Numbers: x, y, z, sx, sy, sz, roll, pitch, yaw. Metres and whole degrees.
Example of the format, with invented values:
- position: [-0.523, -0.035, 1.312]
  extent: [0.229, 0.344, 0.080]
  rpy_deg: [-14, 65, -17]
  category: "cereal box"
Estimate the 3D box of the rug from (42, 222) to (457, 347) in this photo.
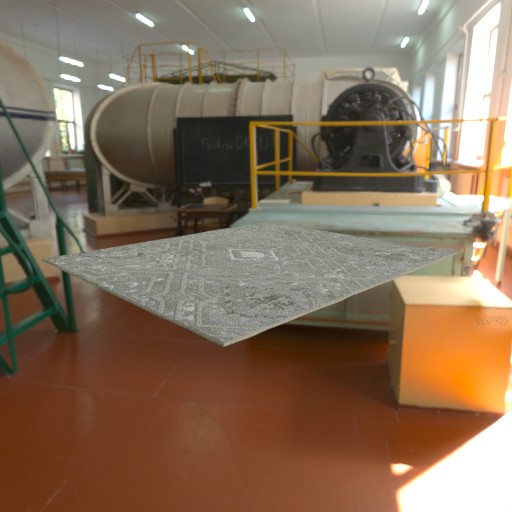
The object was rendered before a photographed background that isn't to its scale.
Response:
- position: [0.000, 0.000, 0.893]
  extent: [0.639, 0.006, 0.548]
  rpy_deg: [-13, 19, -43]
  category: "rug"
